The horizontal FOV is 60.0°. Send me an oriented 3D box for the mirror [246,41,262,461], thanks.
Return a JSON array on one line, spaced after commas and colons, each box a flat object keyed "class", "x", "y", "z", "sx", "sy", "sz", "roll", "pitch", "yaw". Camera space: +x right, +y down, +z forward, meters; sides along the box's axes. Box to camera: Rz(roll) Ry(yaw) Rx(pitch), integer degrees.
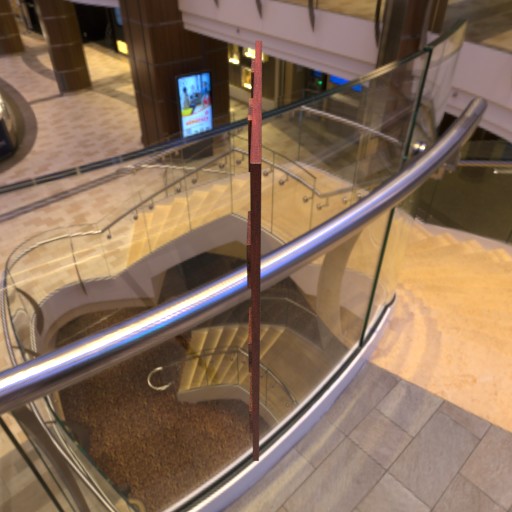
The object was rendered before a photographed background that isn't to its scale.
[{"class": "mirror", "x": 0.000, "y": 0.000, "z": 1.058, "sx": 0.021, "sy": 0.805, "sz": 0.600, "roll": 0, "pitch": 40, "yaw": 1}]
